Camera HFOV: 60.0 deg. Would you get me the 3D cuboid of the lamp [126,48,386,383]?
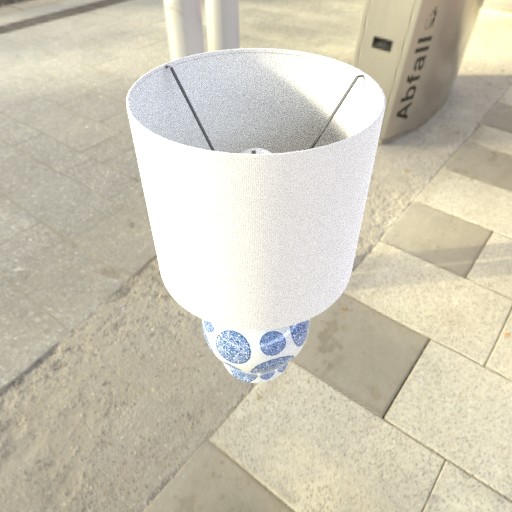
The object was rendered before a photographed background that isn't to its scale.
[{"bbox_3d":[0.000,0.000,0.504,0.215,0.381,0.215,26,49,25],"label":"lamp"}]
